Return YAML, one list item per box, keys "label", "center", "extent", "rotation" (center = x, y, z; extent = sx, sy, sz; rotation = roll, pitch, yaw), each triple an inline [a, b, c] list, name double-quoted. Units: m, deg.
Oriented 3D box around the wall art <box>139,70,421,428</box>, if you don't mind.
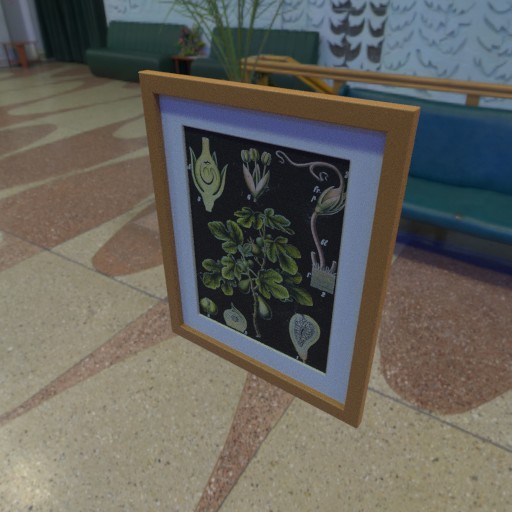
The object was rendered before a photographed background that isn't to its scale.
- label: "wall art"
  center: [0.000, 0.000, 0.760]
  extent: [0.452, 0.553, 0.022]
  rotation: [20, 37, 29]
